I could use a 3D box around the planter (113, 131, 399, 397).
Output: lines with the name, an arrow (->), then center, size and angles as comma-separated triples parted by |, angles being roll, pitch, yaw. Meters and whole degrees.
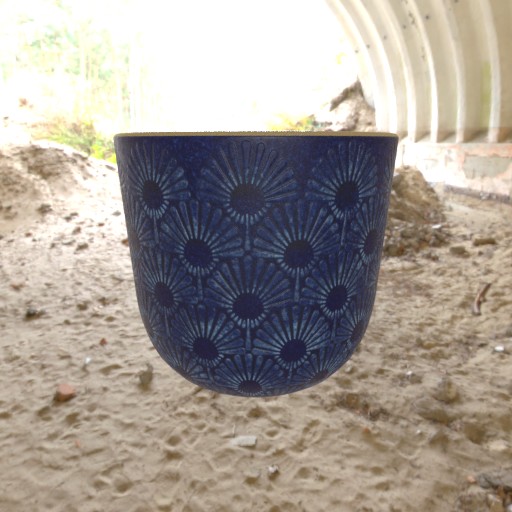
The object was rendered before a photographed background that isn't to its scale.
planter -> 0.000, 0.000, 0.358 | 0.206, 0.190, 0.206 | 0, 14, 0
